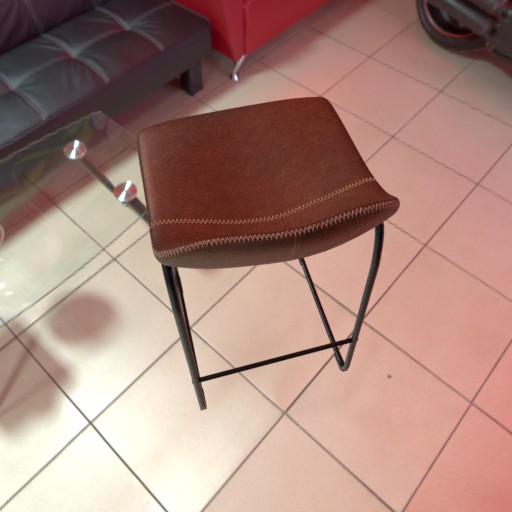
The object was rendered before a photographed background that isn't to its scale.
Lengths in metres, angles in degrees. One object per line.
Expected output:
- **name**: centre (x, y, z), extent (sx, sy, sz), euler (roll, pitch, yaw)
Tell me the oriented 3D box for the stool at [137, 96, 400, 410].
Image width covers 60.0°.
- **stool**: centre (0.000, 0.000, 1.089), extent (0.454, 0.830, 0.473), euler (-13, 59, -8)
